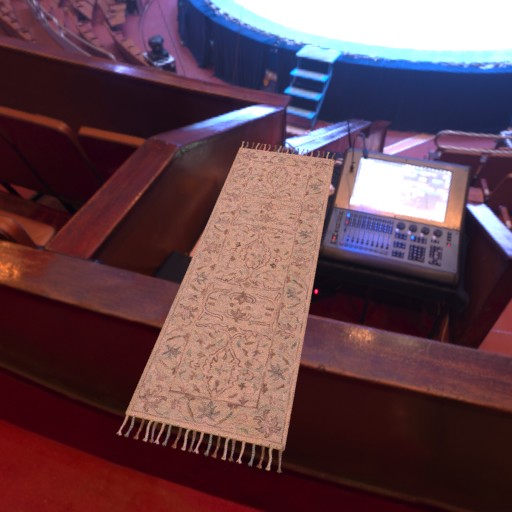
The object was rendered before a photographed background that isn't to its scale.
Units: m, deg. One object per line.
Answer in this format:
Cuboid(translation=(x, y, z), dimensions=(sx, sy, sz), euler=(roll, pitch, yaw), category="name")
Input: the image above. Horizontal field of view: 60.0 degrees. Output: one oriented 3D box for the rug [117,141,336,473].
Cuboid(translation=(0.000, 0.000, 2.773), dimensions=(0.769, 0.013, 2.440), euler=(9, 48, 8), category="rug")
